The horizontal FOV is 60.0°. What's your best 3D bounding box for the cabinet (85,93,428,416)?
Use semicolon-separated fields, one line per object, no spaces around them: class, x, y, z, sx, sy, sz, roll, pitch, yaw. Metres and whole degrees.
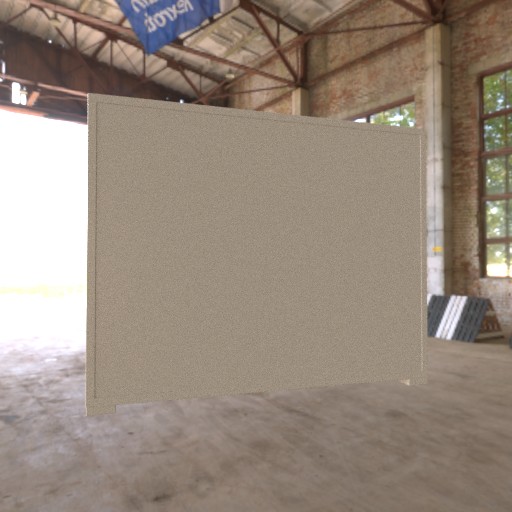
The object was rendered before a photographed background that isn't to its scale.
cabinet;0.000;0.000;1.434;1.000;0.800;0.400;0;-1;-17
